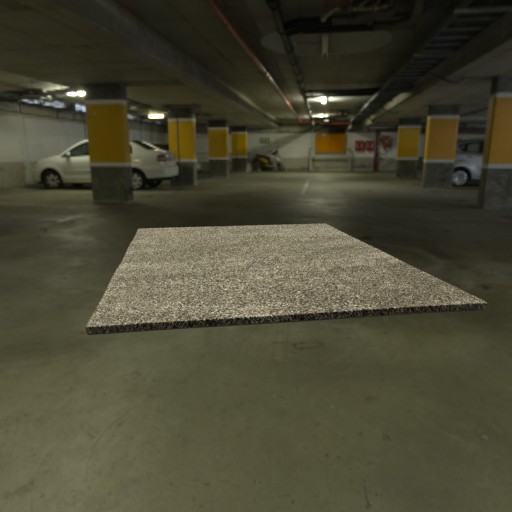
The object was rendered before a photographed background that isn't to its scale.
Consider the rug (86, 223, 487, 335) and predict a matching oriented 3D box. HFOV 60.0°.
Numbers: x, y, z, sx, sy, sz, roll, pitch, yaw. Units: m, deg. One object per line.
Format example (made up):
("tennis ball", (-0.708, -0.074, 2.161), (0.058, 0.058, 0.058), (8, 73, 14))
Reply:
("rug", (0.000, 0.000, 2.054), (1.198, 0.025, 1.601), (-2, 13, -9))
